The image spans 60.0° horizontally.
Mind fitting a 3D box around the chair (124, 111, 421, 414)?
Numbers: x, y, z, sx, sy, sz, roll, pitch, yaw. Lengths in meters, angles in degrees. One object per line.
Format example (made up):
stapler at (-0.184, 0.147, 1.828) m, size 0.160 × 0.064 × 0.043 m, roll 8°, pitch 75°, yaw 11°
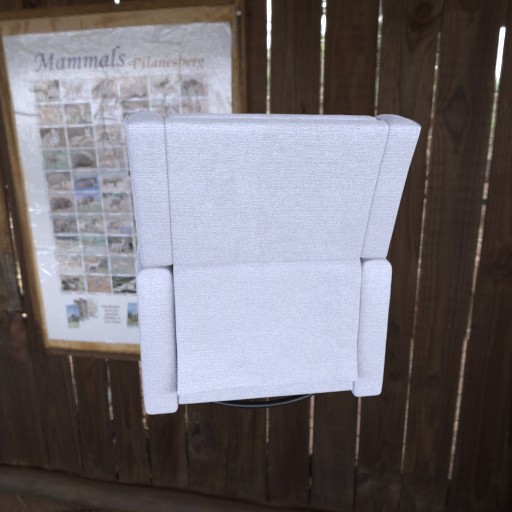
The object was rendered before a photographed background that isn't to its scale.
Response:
chair at (0.000, 0.000, 1.641) m, size 0.906 × 0.966 × 0.854 m, roll -2°, pitch 13°, yaw -9°
